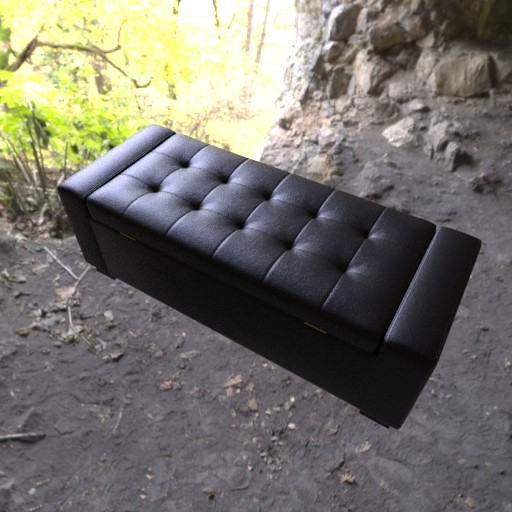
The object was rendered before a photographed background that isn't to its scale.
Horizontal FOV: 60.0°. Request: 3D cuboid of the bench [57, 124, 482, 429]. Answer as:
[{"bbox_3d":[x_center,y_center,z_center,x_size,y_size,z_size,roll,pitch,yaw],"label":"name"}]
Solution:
[{"bbox_3d":[0.000,0.000,1.558,1.296,0.445,0.508,24,51,21],"label":"bench"}]
